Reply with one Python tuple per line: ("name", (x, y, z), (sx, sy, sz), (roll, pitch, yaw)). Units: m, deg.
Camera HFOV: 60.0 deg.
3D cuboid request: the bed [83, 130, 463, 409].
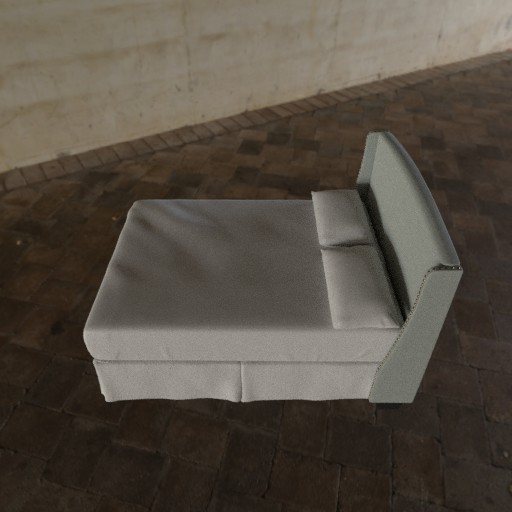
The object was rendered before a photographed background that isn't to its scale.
("bed", (0.000, 0.000, 3.349), (2.237, 1.407, 1.710), (0, 40, 0))
